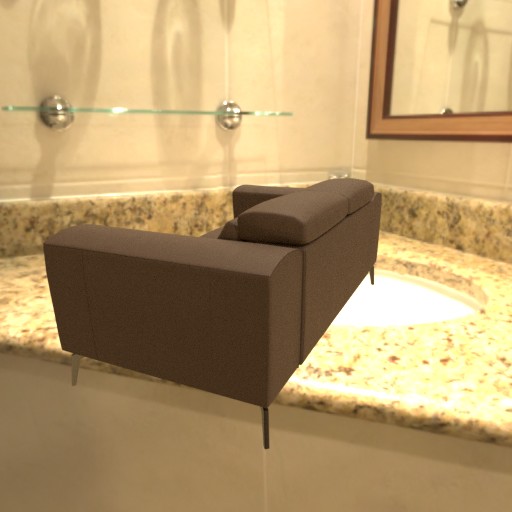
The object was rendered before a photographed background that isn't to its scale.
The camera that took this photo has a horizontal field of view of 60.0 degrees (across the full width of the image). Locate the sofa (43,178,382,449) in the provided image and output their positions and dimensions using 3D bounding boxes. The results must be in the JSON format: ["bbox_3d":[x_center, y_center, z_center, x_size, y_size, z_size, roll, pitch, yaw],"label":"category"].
[{"bbox_3d":[0.000,0.000,2.405,1.003,0.779,1.895,7,18,24],"label":"sofa"}]
